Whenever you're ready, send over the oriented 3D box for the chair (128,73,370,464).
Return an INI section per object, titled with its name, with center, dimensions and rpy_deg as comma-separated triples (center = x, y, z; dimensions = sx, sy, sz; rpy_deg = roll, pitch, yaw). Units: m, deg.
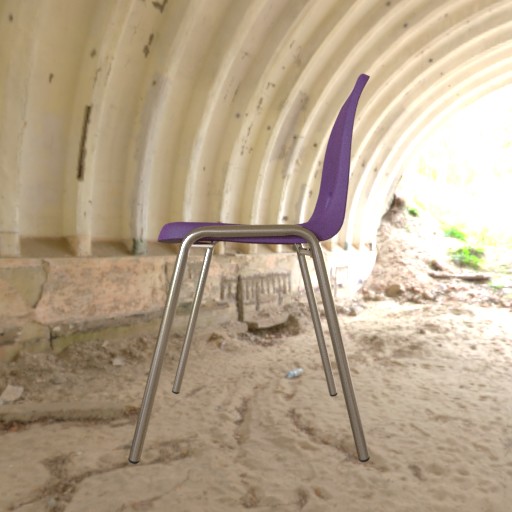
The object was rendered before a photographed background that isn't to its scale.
[chair]
center = 0.000, 0.000, 0.932
dimensions = 0.432, 0.704, 0.381
rpy_deg = 0, 1, 1
